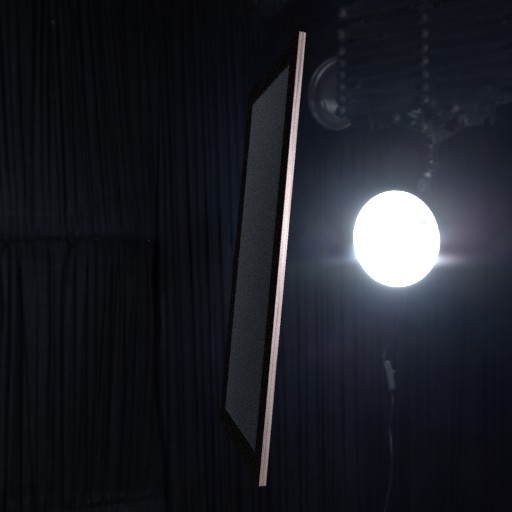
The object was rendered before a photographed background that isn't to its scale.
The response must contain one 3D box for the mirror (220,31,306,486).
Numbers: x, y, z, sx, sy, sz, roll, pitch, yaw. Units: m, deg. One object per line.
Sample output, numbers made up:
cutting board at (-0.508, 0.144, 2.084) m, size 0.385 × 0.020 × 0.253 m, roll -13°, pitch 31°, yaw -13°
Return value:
mirror at (0.000, 0.000, 2.359) m, size 0.221 × 2.020 × 0.812 m, roll 0°, pitch 0°, yaw -17°
